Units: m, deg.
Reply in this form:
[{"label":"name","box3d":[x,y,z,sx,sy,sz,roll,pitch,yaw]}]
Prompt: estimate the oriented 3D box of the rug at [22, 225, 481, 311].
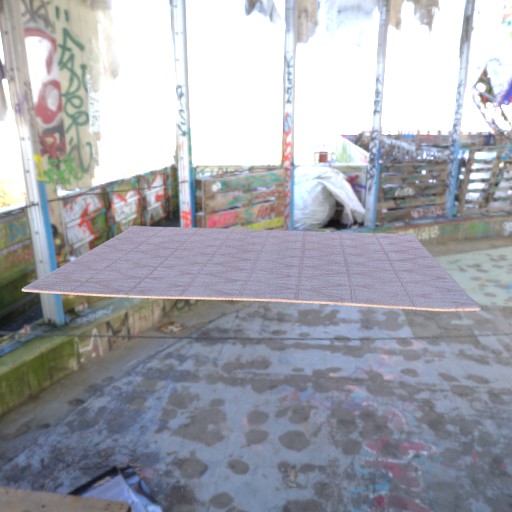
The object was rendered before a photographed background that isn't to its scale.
[{"label":"rug","box3d":[0.000,0.000,2.315,1.837,0.025,1.230,2,17,7]}]
